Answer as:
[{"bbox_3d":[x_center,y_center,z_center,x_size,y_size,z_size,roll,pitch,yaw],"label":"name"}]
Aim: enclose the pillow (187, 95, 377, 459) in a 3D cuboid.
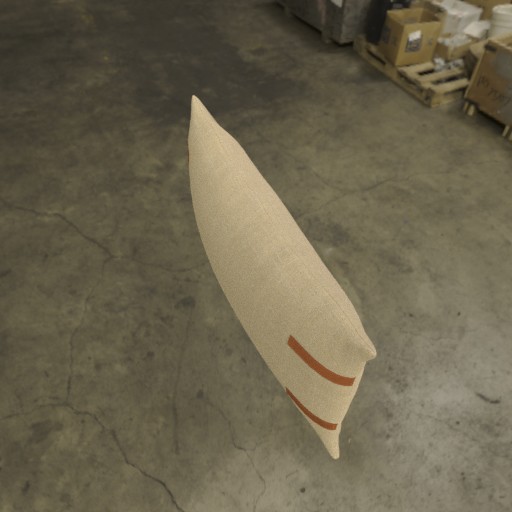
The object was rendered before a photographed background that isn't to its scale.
[{"bbox_3d":[0.000,0.000,0.751,0.148,0.308,0.612,-18,50,-16],"label":"pillow"}]
